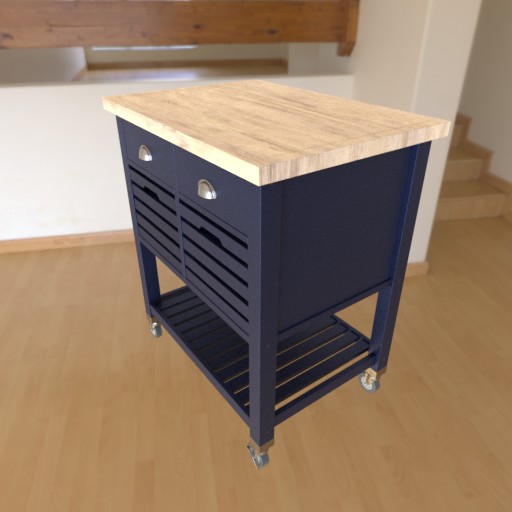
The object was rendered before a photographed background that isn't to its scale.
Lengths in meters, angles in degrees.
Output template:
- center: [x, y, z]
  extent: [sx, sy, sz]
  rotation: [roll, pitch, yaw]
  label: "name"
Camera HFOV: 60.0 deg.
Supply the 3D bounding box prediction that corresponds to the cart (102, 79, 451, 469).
- center: [0.000, 0.000, 1.418]
  extent: [0.567, 0.920, 0.797]
  rotation: [-20, 36, -31]
  label: "cart"
